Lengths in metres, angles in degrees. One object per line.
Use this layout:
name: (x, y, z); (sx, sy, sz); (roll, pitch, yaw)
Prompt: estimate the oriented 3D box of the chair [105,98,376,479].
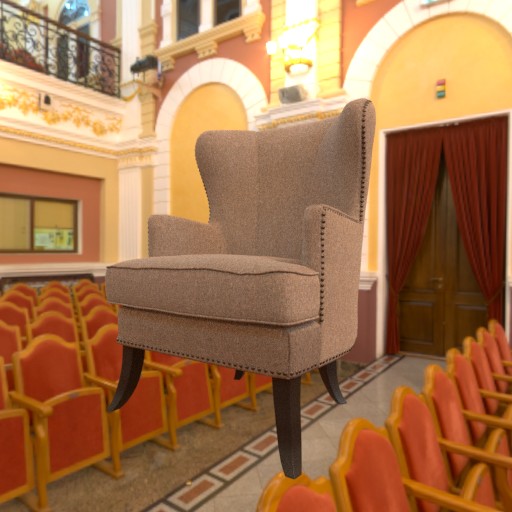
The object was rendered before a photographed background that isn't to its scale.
chair: (0.000, 0.000, 1.566); (0.759, 1.060, 0.758); (1, 2, 37)
